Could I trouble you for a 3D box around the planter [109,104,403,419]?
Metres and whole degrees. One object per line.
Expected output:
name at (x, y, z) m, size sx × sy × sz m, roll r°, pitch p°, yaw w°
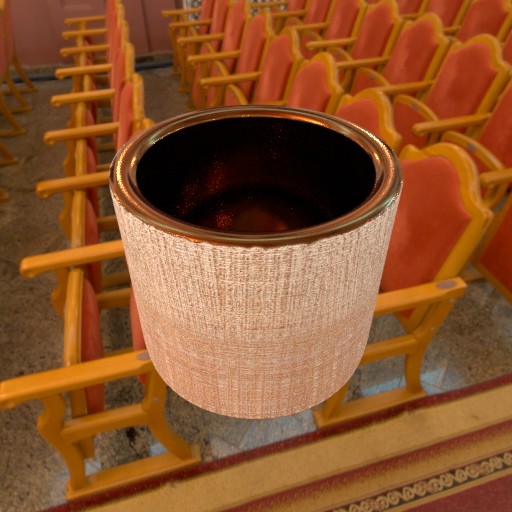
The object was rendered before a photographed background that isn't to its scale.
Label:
planter at (0.000, 0.000, 0.319) m, size 0.177 × 0.157 × 0.177 m, roll 0°, pitch 40°, yaw 0°
